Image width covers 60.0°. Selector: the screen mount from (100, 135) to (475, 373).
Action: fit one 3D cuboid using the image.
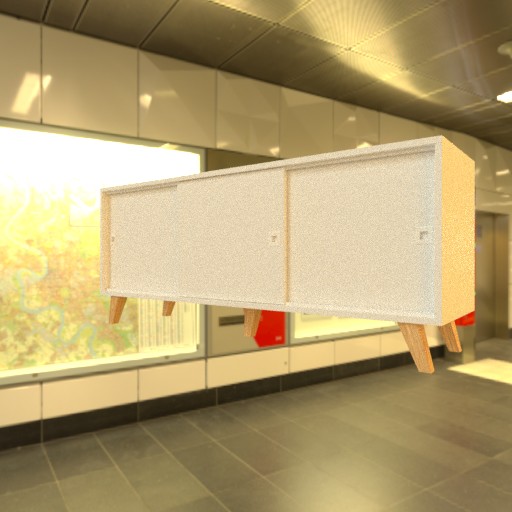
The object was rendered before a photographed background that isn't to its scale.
[{"bbox_3d":[0.000,0.000,1.739,1.490,0.619,0.400,0,0,37],"label":"screen mount"}]
